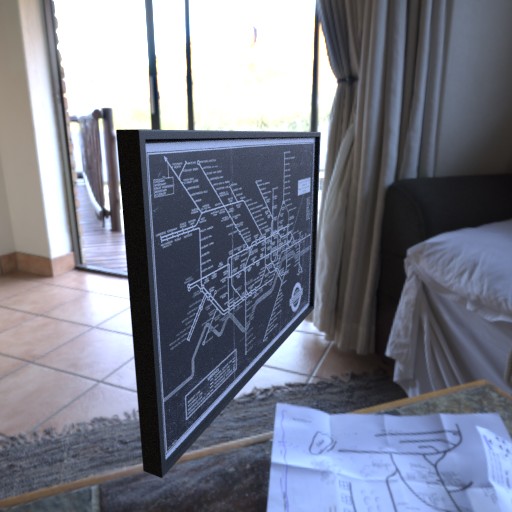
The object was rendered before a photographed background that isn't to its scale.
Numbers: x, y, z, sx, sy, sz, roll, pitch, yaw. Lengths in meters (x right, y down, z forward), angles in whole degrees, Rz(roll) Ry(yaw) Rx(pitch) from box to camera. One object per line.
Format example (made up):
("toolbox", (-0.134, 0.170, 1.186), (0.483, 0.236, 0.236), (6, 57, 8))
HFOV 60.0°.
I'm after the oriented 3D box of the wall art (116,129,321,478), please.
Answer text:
("wall art", (0.000, 0.000, 0.556), (0.021, 0.301, 0.443), (7, 17, 24))
